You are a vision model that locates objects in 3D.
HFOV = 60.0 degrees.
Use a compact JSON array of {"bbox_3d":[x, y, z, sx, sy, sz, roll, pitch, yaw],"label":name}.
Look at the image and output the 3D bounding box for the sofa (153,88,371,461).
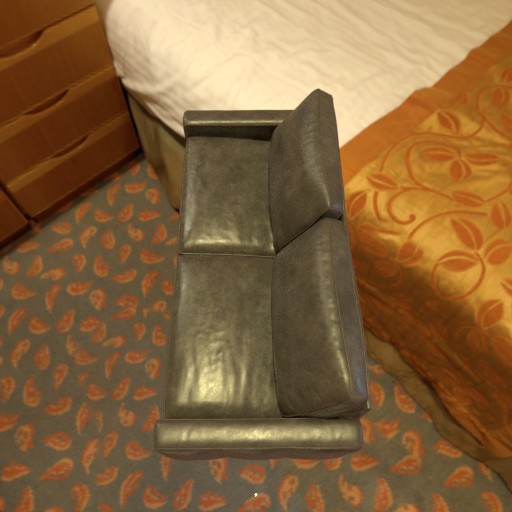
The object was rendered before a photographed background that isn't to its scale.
[{"bbox_3d":[0.000,0.000,2.522,0.939,0.916,2.081,0,62,0],"label":"sofa"}]
